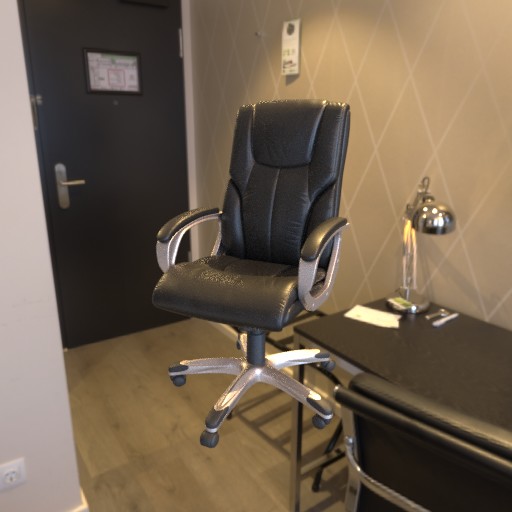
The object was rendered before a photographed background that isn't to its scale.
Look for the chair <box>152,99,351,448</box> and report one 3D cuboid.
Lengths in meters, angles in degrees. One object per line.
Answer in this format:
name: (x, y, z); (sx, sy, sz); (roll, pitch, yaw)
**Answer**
chair: (0.000, 0.000, 1.659); (0.700, 1.145, 0.780); (7, 18, 25)
